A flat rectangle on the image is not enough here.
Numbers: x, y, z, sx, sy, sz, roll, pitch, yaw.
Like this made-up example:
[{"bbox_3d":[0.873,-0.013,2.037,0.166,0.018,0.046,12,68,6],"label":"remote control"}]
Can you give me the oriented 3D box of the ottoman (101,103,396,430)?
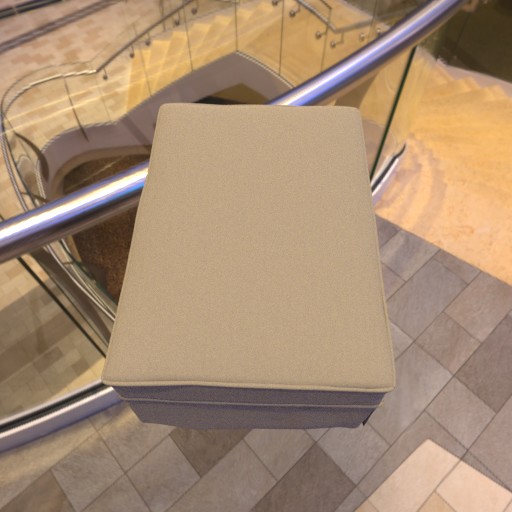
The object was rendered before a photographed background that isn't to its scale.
[{"bbox_3d":[0.000,0.000,1.348,0.703,0.479,0.944,1,59,1],"label":"ottoman"}]
